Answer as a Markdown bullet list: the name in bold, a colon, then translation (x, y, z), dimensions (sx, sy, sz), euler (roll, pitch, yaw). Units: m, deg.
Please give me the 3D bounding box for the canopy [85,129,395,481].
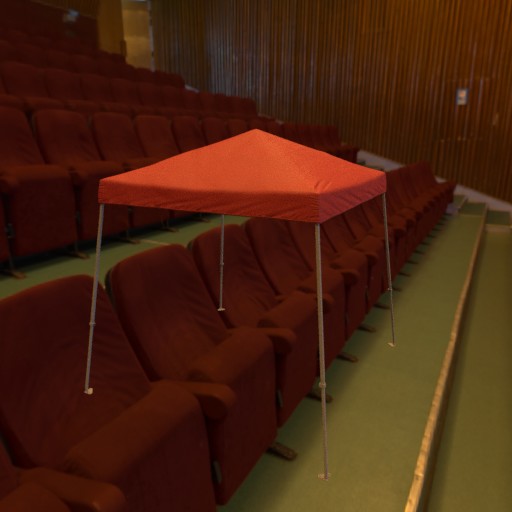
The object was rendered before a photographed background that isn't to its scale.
- **canopy**: translation (0.000, 0.000, 6.536), dimensions (3.599, 3.600, 3.600), euler (8, 17, 27)
